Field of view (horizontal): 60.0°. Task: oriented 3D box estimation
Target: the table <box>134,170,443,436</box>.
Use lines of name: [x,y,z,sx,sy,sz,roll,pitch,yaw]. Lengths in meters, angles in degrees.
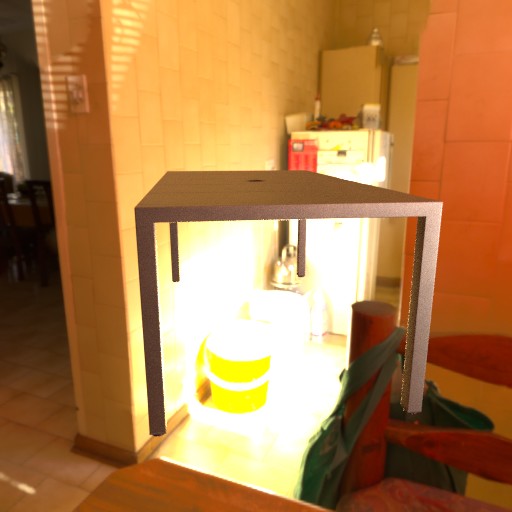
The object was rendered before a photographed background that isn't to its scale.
table: [0.000,0.000,2.179,0.914,0.735,1.680,-2,14,-8]
